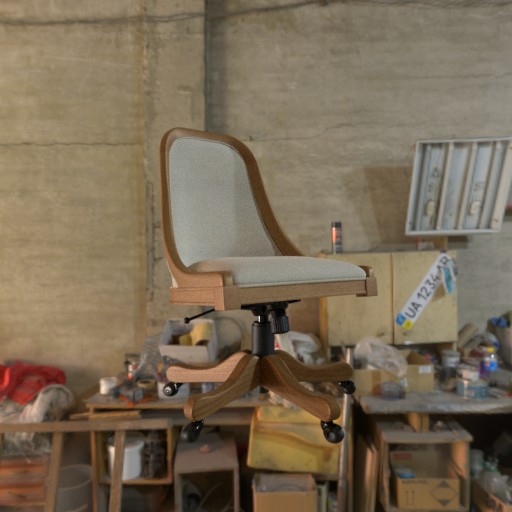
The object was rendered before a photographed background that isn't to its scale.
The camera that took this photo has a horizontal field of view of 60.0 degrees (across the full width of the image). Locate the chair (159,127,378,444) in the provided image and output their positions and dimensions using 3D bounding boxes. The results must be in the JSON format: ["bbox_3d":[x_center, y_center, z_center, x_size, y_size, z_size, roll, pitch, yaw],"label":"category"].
[{"bbox_3d":[0.000,0.000,1.517,0.702,1.009,0.811,-1,2,-34],"label":"chair"}]
